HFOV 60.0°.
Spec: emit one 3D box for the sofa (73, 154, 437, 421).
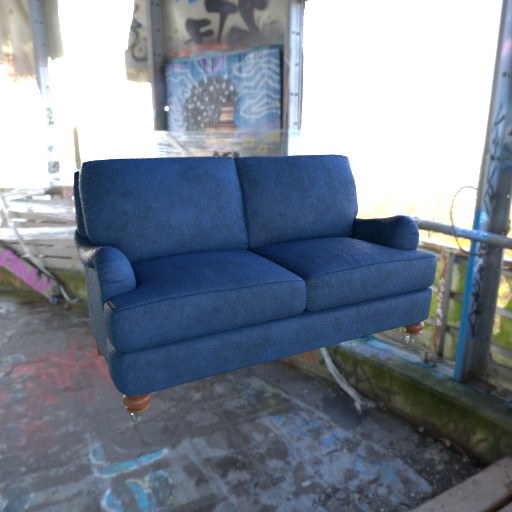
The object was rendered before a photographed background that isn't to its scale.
[{"bbox_3d":[0.000,0.000,2.534,1.853,1.101,1.084,-8,17,-27],"label":"sofa"}]
